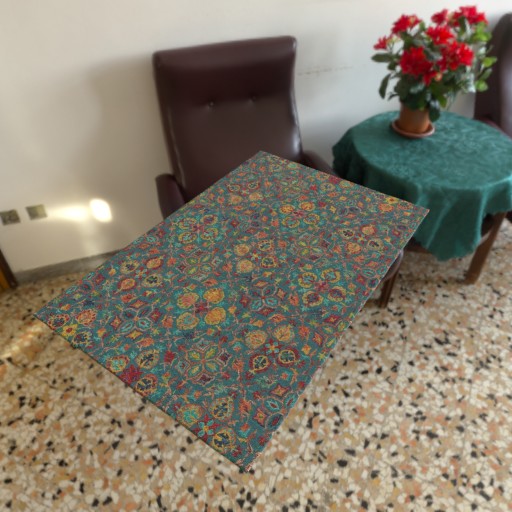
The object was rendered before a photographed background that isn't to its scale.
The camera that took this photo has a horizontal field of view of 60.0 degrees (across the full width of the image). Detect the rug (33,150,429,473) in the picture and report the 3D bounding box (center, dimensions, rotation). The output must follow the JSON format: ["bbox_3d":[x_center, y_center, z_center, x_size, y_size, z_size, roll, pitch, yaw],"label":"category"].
[{"bbox_3d":[0.000,0.000,2.323,1.216,0.014,1.836,25,48,25],"label":"rug"}]
